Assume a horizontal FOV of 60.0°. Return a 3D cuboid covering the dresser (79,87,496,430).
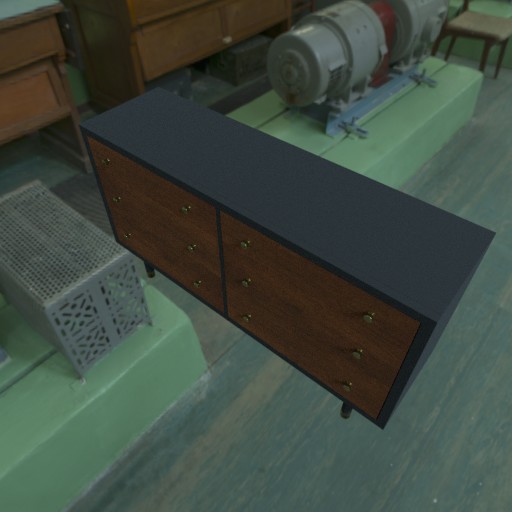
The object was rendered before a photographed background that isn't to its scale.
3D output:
[{"bbox_3d":[0.000,0.000,1.913,1.558,0.872,0.463,31,54,26],"label":"dresser"}]
